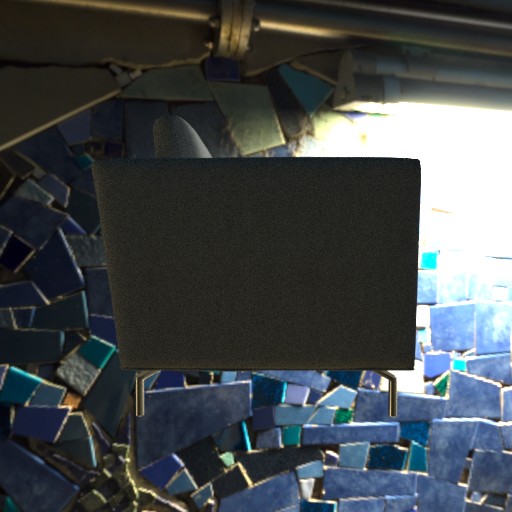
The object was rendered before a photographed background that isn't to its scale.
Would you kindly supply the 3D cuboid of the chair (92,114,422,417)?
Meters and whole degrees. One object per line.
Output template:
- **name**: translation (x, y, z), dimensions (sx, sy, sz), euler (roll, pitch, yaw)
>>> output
- **chair**: translation (0.000, 0.000, 1.662), dimensions (0.889, 0.864, 1.041), euler (0, 1, 0)
